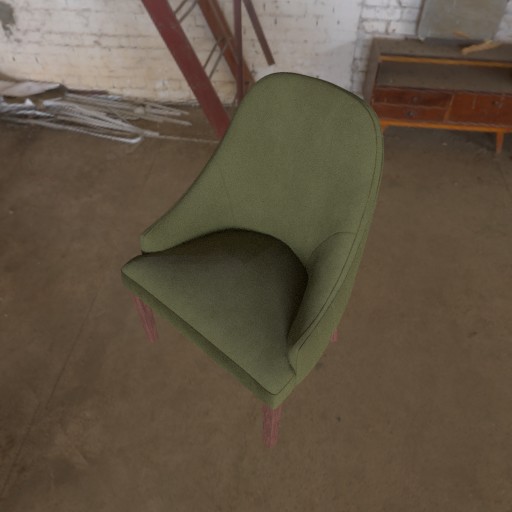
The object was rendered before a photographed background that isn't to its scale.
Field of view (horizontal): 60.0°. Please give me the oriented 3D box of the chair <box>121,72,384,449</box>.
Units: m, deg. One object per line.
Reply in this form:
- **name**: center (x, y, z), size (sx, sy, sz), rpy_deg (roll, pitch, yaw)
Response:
- **chair**: center (0.000, 0.000, 1.324), size (0.643, 0.889, 0.575), rpy_deg (33, 54, 27)
